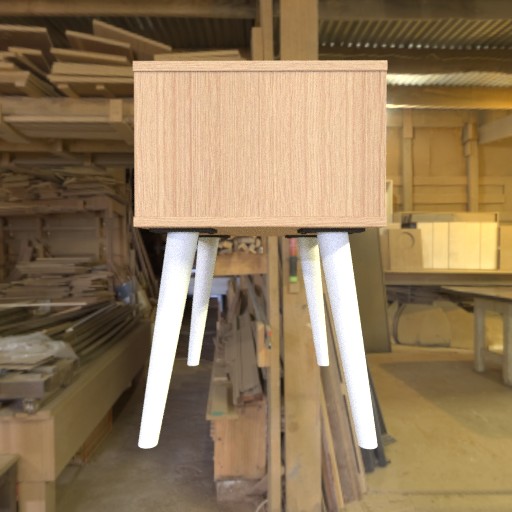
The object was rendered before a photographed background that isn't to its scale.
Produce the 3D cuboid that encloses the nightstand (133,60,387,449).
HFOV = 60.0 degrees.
[{"bbox_3d":[0.000,0.000,0.971,0.407,0.610,0.571,0,1,0],"label":"nightstand"}]
